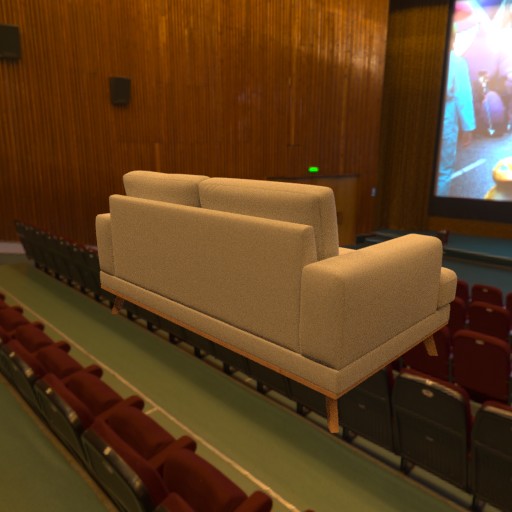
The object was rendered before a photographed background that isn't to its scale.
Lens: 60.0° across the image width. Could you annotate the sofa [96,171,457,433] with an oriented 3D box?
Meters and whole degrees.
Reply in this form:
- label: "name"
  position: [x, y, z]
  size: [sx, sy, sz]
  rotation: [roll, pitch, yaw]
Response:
- label: "sofa"
  position: [0.000, 0.000, 2.201]
  size: [1.651, 0.810, 0.915]
  rotation: [14, 20, 43]
